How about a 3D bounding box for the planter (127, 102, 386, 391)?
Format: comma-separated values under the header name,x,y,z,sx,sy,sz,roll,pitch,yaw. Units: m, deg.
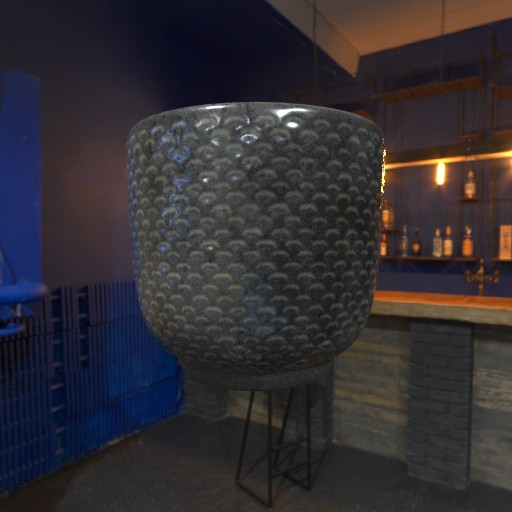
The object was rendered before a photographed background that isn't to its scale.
name,x,y,z,sx,sy,sz,roll,pitch,yaw
planter,0.000,0.000,0.250,0.140,0.129,0.140,0,1,0
